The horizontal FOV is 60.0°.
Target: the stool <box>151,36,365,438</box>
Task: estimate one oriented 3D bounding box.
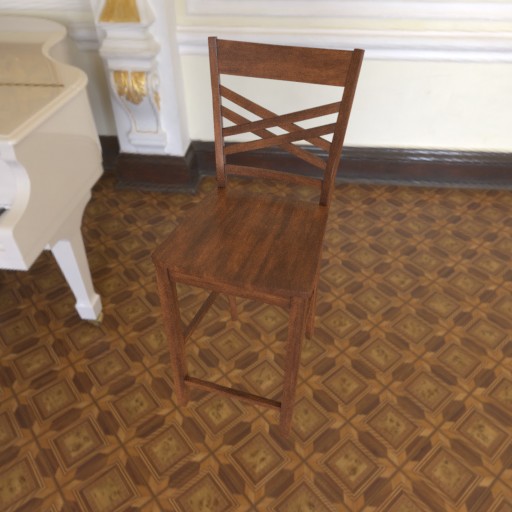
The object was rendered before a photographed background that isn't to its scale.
[{"bbox_3d":[0.000,0.000,1.346,0.426,1.098,0.504,12,41,14],"label":"stool"}]
